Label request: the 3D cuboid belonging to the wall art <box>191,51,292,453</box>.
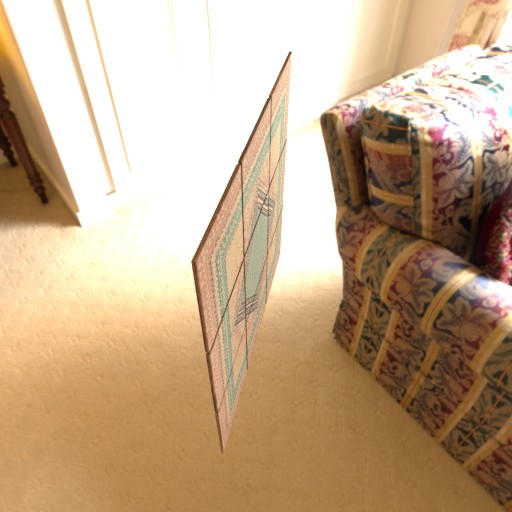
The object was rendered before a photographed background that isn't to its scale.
[{"bbox_3d":[0.000,0.000,1.865,0.013,1.213,1.215,10,48,9],"label":"wall art"}]
